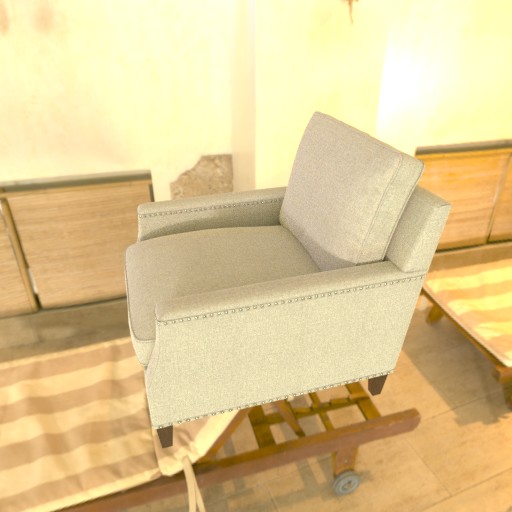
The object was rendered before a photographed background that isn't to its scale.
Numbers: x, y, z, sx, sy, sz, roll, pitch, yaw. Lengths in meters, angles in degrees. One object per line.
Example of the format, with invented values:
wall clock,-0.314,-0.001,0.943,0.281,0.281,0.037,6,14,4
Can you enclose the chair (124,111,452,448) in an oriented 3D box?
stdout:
chair,0.000,0.000,1.741,1.014,0.943,0.853,-9,31,-15
